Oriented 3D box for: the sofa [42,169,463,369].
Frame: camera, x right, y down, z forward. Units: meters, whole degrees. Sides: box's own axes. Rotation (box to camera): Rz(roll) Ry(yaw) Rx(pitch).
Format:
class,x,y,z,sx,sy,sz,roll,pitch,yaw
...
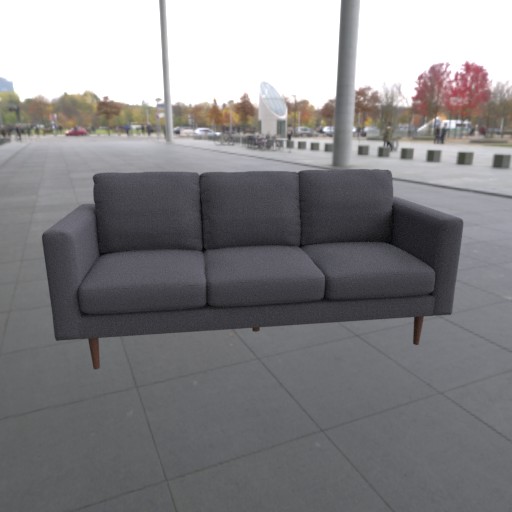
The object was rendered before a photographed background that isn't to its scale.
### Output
class,x,y,z,sx,sy,sz,roll,pitch,yaw
sofa,0.000,0.000,2.501,2.029,0.912,0.802,-2,16,-8
